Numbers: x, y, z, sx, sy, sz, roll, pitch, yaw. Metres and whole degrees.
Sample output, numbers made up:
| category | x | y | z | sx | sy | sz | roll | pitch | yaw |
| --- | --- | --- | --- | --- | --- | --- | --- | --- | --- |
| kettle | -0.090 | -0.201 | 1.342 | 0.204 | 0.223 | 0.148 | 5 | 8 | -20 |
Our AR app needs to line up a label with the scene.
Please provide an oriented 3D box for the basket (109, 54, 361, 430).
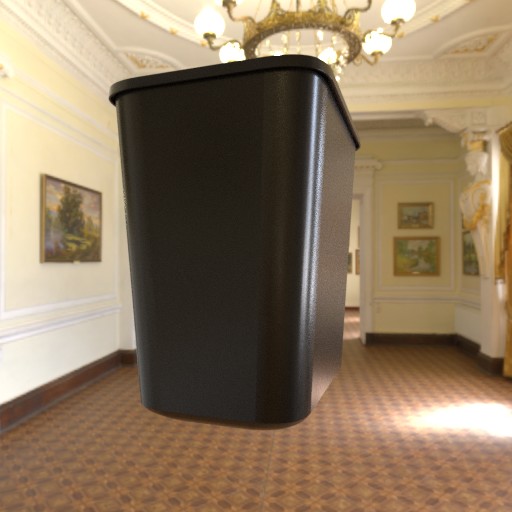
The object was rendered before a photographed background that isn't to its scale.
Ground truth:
| category | x | y | z | sx | sy | sz | roll | pitch | yaw |
| --- | --- | --- | --- | --- | --- | --- | --- | --- | --- |
| basket | 0.000 | 0.000 | 0.503 | 0.211 | 0.307 | 0.300 | 0 | -1 | 19 |
